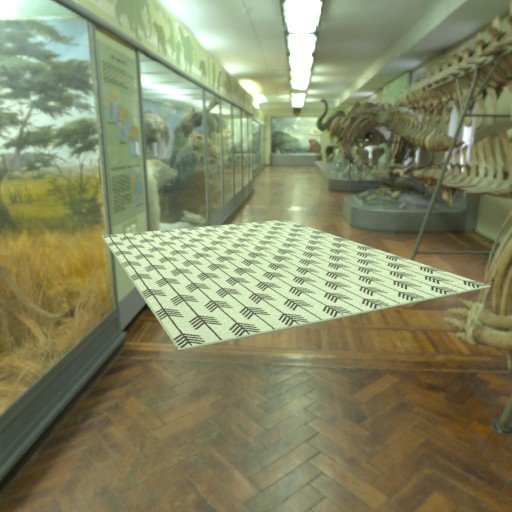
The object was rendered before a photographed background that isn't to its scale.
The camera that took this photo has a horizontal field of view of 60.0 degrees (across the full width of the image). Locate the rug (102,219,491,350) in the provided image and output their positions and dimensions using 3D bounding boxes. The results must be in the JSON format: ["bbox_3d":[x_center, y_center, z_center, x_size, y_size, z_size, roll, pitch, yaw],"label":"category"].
[{"bbox_3d":[0.000,0.000,4.058,2.330,0.010,3.061,-7,16,-25],"label":"rug"}]
